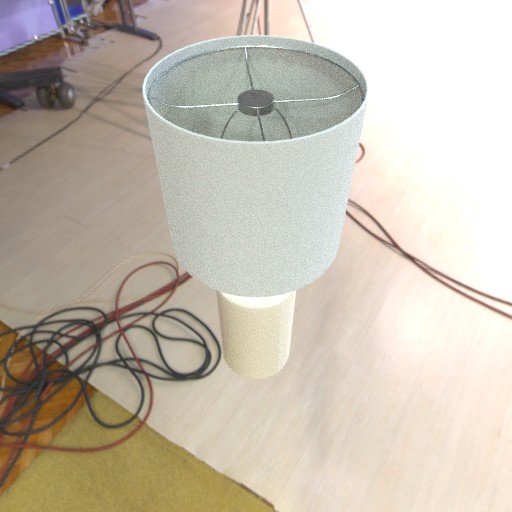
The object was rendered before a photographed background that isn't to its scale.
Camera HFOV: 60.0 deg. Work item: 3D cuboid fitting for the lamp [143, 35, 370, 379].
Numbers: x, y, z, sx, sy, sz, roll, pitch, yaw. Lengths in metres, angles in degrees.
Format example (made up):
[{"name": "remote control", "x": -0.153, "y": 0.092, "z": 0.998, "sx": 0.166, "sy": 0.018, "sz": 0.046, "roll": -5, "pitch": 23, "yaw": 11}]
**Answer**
[{"name": "lamp", "x": 0.000, "y": 0.000, "z": 0.600, "sx": 0.212, "sy": 0.493, "sz": 0.212, "roll": -5, "pitch": 48, "yaw": -4}]
